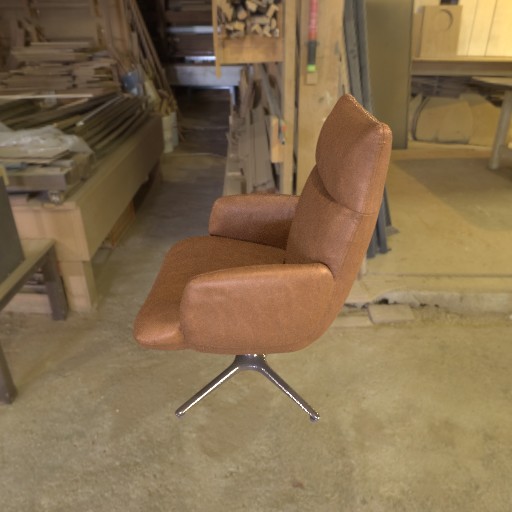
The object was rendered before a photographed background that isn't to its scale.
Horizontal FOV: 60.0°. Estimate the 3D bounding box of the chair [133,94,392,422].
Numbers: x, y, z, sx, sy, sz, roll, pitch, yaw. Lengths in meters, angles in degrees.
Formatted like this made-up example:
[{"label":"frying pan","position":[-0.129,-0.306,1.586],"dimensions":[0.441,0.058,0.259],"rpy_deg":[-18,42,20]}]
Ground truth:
[{"label":"chair","position":[0.000,0.000,1.578],"dimensions":[0.794,1.027,0.711],"rpy_deg":[1,27,2]}]
